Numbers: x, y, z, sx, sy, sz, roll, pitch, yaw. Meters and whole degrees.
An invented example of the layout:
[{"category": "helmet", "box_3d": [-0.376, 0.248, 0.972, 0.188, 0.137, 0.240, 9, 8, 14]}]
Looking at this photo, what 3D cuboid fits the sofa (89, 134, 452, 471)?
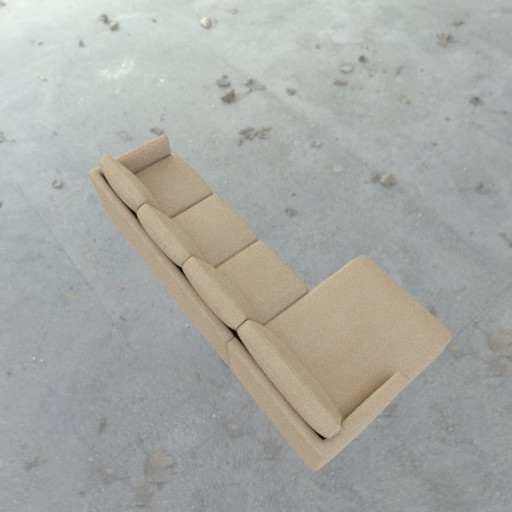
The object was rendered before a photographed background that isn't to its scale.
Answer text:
[{"category": "sofa", "box_3d": [0.000, 0.000, 3.898, 1.502, 0.876, 3.201, -34, 63, -20]}]
